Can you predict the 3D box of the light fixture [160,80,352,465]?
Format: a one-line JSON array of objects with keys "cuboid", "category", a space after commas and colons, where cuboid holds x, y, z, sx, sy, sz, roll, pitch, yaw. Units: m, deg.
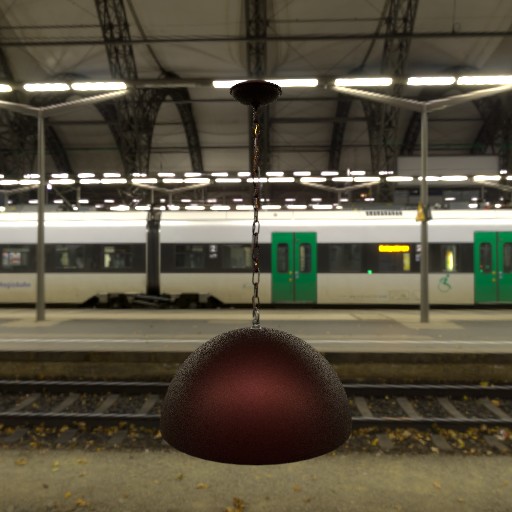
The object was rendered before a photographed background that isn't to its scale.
[{"cuboid": [0.000, 0.000, 1.161, 0.492, 0.869, 0.492, 0, -1, -19], "category": "light fixture"}]
